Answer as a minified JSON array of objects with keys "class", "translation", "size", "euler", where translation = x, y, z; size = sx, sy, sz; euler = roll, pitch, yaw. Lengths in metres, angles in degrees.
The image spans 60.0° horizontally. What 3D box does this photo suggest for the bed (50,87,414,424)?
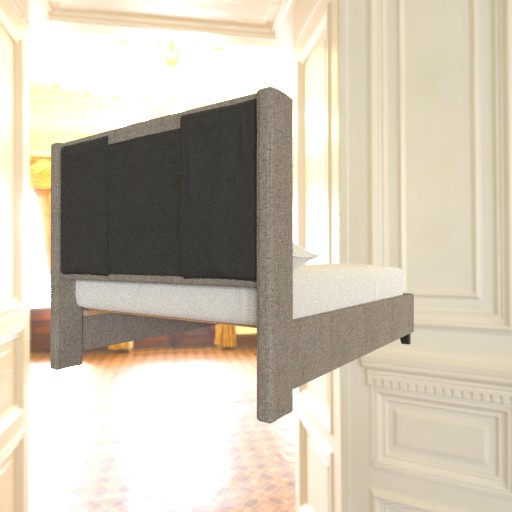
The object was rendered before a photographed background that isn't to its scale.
[{"class":"bed","translation":[0.000,0.000,3.311],"size":[1.714,1.481,2.245],"euler":[0,0,35]}]
